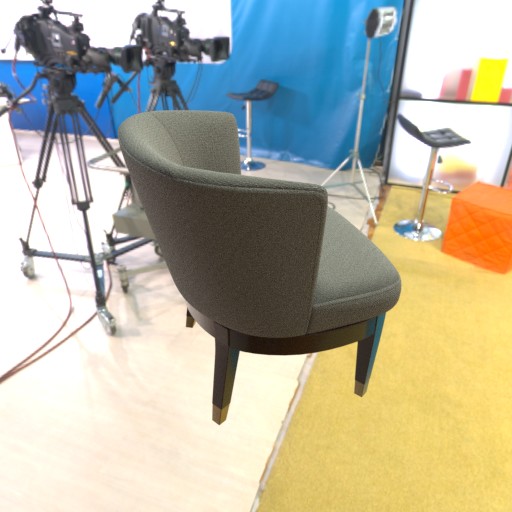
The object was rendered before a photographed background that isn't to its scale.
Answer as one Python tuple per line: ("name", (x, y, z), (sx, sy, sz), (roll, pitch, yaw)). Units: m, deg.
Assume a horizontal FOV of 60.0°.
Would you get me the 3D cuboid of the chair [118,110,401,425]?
("chair", (0.000, 0.000, 1.279), (0.660, 0.760, 0.700), (-9, 31, -15))
